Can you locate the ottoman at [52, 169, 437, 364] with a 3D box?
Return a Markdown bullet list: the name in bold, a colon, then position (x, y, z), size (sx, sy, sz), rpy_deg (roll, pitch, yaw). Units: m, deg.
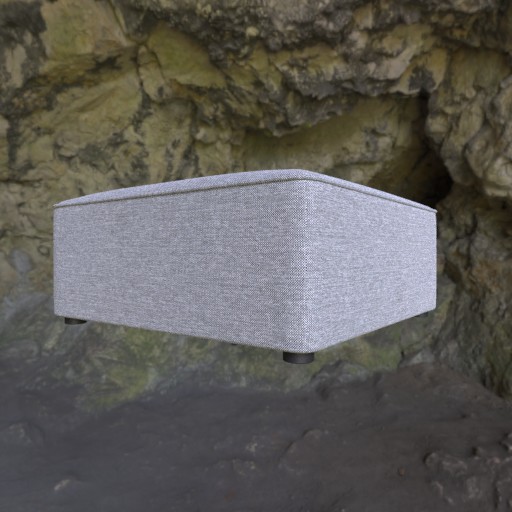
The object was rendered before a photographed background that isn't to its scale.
- **ottoman**: position (0.000, 0.000, 1.589), size (1.005, 0.455, 1.005), rpy_deg (0, 0, 37)
